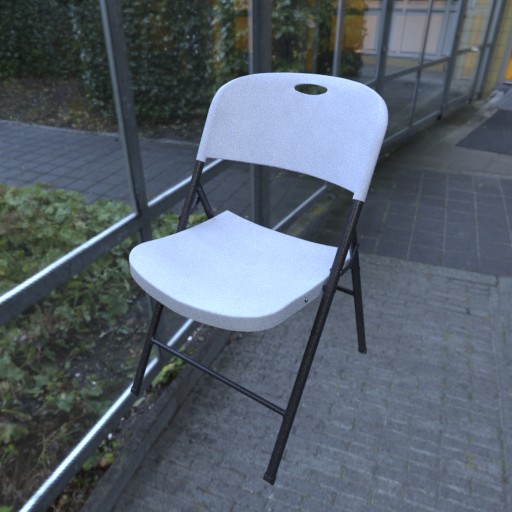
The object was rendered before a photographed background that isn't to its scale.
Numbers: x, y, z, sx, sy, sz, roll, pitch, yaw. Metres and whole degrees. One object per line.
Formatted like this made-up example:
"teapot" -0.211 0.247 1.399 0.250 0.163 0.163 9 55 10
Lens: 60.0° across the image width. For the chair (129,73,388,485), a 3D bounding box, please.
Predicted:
"chair" 0.000 0.000 1.142 0.494 0.810 0.566 20 36 30
